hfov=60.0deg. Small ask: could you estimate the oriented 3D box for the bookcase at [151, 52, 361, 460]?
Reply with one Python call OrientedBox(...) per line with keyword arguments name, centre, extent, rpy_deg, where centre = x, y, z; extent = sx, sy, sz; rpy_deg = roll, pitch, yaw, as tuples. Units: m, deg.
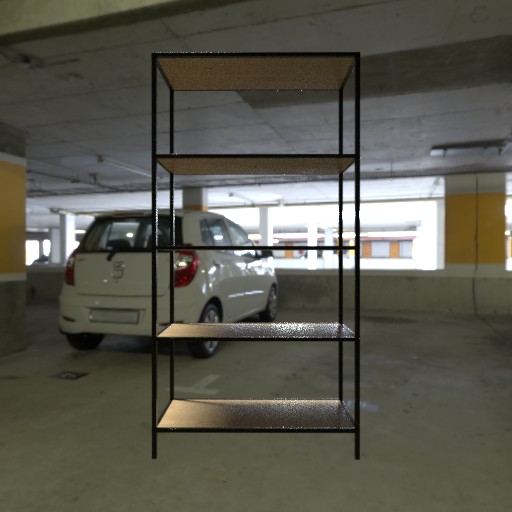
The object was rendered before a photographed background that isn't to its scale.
OrientedBox(name="bookcase", centre=(0.000, 0.000, 1.807), extent=(0.770, 1.500, 0.350), rpy_deg=(0, 0, 0))
